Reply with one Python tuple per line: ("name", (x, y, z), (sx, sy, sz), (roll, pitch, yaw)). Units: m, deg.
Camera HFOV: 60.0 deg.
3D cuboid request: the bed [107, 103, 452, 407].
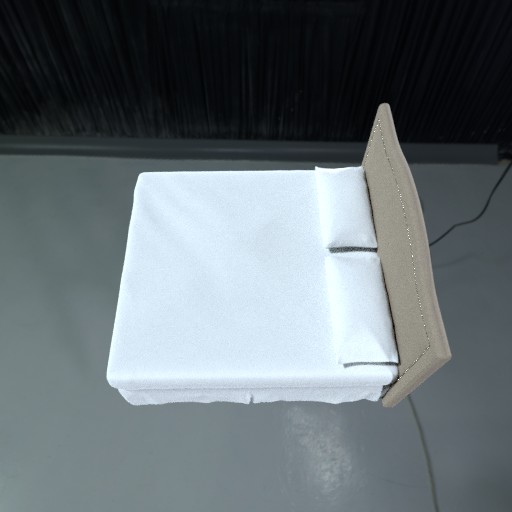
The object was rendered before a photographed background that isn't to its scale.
("bed", (0.000, 0.000, 3.509), (2.182, 1.421, 2.083), (-1, 59, 0))
